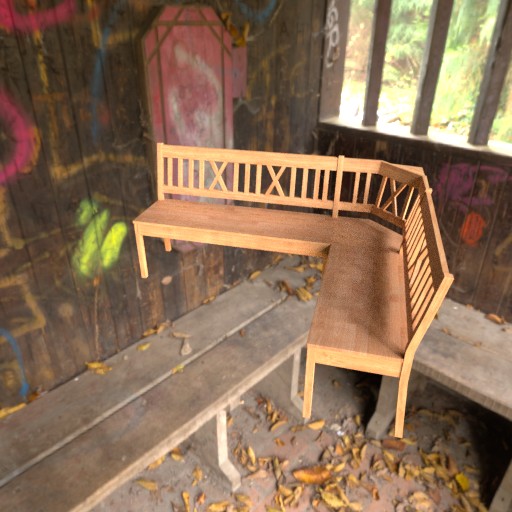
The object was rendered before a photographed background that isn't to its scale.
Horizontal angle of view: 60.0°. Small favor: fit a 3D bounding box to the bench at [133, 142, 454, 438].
[{"bbox_3d":[0.000,0.000,2.745,1.937,0.902,1.537,7,30,13],"label":"bench"}]
